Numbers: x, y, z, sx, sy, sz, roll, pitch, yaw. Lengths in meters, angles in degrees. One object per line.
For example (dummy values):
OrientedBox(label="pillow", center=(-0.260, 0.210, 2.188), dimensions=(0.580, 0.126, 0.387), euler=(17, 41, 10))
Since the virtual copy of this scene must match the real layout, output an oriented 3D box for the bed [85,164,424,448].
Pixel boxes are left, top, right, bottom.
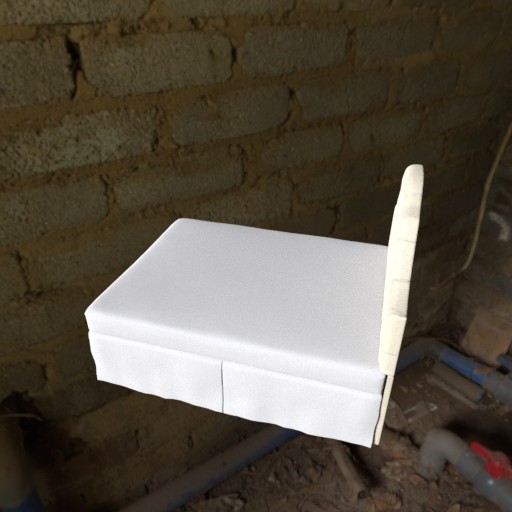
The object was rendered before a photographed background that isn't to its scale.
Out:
OrientedBox(label="bed", center=(0.000, 0.000, 3.299), dimensions=(2.092, 1.575, 1.627), euler=(9, 32, 14))
